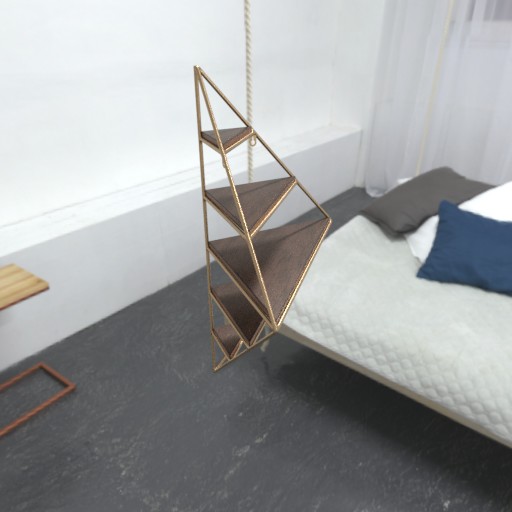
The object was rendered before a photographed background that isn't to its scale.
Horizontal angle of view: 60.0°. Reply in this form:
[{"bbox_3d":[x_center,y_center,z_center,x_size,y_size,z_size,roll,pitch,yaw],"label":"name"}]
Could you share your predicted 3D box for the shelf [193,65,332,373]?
[{"bbox_3d":[0.000,0.000,1.163,0.294,0.913,0.564,10,31,17],"label":"shelf"}]
